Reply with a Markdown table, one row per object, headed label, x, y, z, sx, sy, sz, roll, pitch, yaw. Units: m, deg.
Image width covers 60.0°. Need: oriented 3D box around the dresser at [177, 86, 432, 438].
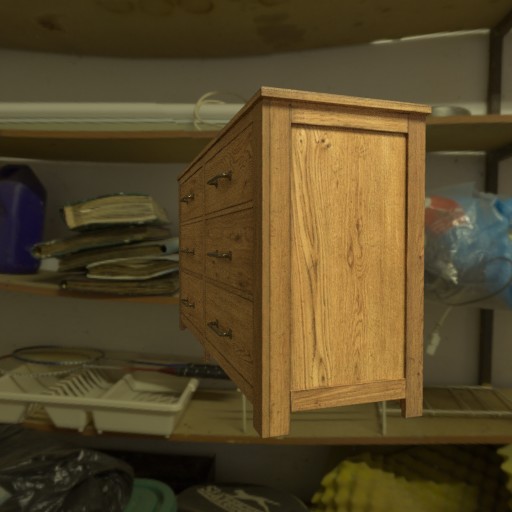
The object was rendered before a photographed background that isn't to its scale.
| label | x | y | z | sx | sy | sz | roll | pitch | yaw |
| --- | --- | --- | --- | --- | --- | --- | --- | --- | --- |
| dresser | 0.000 | 0.000 | 2.024 | 0.563 | 0.932 | 1.657 | -1 | 2 | -18 |
